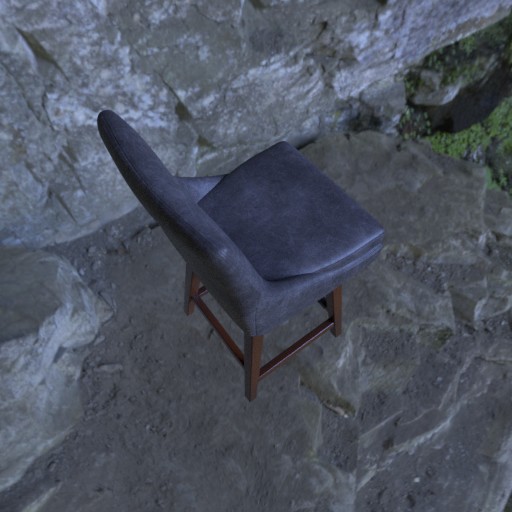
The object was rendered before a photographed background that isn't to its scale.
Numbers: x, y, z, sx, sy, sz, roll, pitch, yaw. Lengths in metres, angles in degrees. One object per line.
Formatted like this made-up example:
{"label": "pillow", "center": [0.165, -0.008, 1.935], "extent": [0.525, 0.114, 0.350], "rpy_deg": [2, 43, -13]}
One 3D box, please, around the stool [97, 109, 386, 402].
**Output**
{"label": "stool", "center": [0.000, 0.000, 1.373], "extent": [0.587, 1.046, 0.492], "rpy_deg": [-32, 62, -19]}
